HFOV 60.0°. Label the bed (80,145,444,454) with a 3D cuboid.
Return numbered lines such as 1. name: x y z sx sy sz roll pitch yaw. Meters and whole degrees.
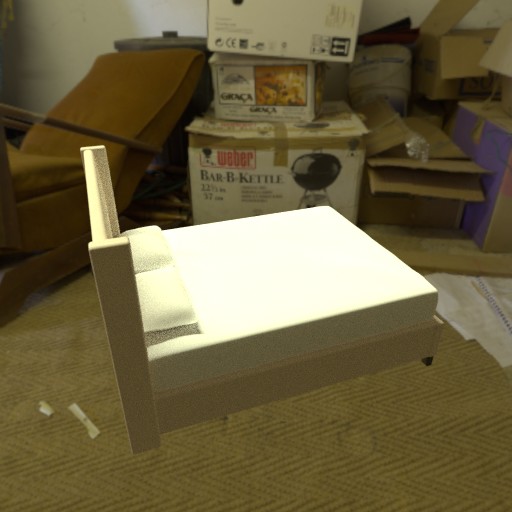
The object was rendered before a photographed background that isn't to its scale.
1. bed: 0.000 0.000 3.462 2.293 1.471 1.778 -10 31 -17
